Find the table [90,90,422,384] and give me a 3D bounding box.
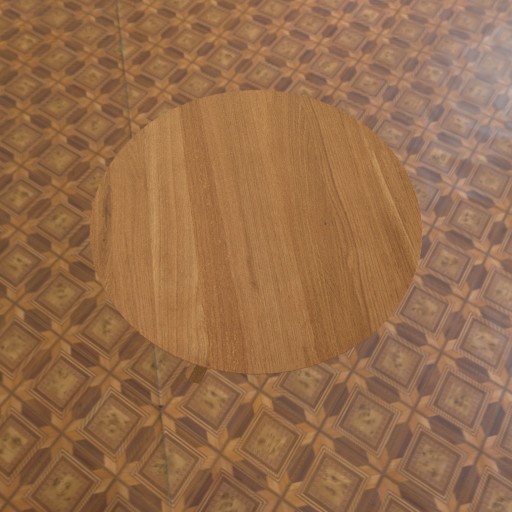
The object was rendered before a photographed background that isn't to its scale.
[{"bbox_3d":[0.000,0.000,1.698,1.038,0.666,1.038,0,63,0],"label":"table"}]
